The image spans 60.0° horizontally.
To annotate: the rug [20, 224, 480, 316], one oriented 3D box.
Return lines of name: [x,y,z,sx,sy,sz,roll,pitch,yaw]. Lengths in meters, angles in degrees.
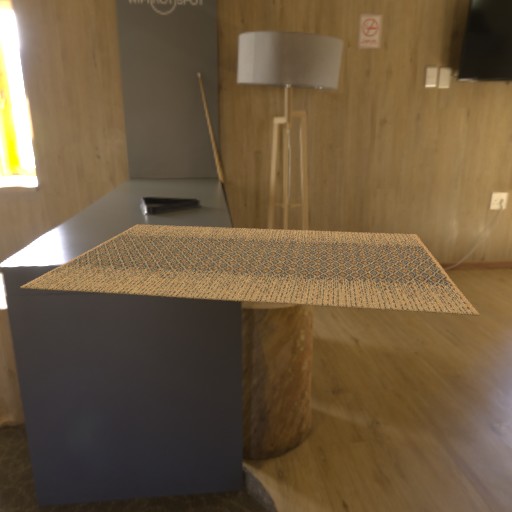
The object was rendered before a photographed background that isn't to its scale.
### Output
rug: [0.000,0.000,2.312,1.828,0.005,1.219,3,17,8]
